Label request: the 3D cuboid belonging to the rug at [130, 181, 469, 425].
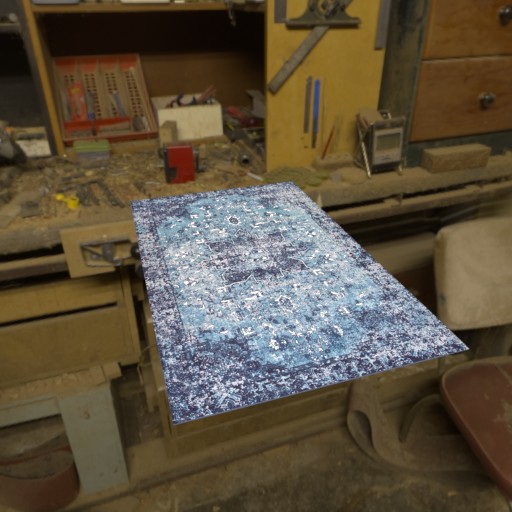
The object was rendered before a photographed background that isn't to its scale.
[{"bbox_3d":[0.000,0.000,3.072,1.525,0.007,2.440,-9,32,-15],"label":"rug"}]
